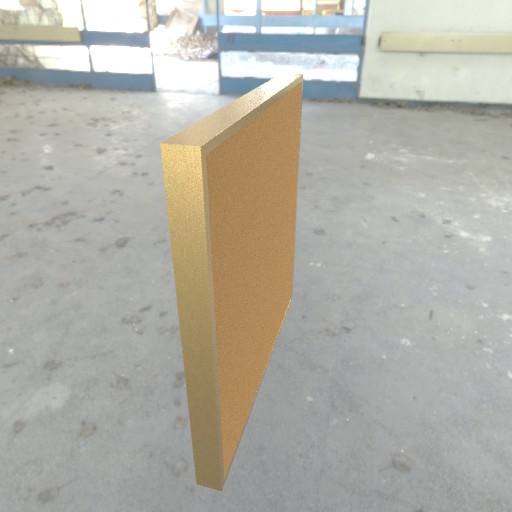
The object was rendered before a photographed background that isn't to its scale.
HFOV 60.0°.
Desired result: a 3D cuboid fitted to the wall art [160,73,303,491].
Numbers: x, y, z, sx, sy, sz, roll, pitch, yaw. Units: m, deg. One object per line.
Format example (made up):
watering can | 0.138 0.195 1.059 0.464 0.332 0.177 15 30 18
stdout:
wall art | 0.000 0.000 0.742 0.040 0.509 0.509 8 30 14
